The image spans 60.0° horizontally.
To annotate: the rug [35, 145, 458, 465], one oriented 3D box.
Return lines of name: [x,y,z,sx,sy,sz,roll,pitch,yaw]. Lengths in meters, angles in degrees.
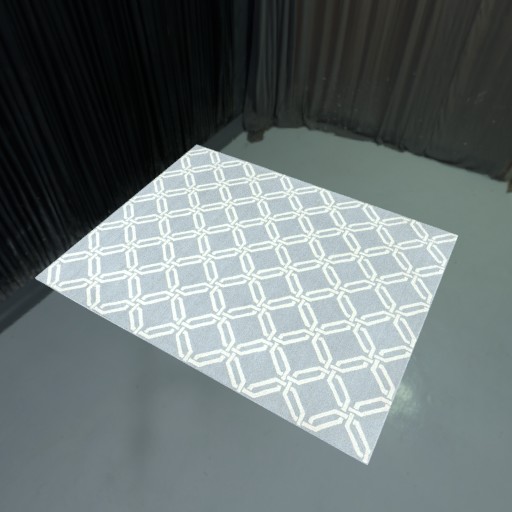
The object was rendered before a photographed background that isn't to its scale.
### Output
rug: [0.000,0.000,3.833,2.895,0.018,2.288,23,51,20]
